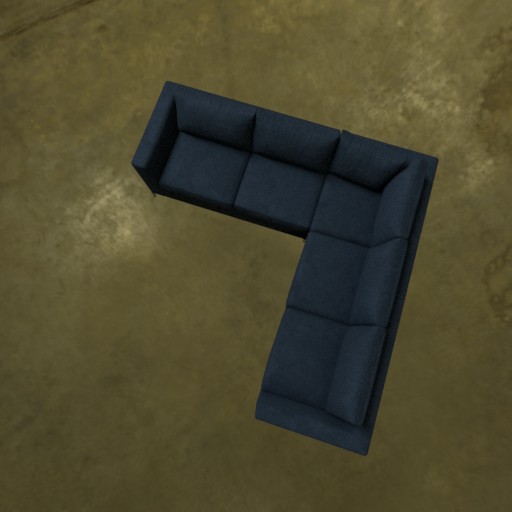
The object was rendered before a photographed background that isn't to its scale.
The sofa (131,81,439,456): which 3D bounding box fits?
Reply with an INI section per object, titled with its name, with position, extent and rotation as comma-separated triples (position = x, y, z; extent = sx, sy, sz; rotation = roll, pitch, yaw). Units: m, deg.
[sofa]
position = 0.000, 0.000, 3.800
extent = 2.472, 0.988, 2.463
rotation = 17, 77, 4
